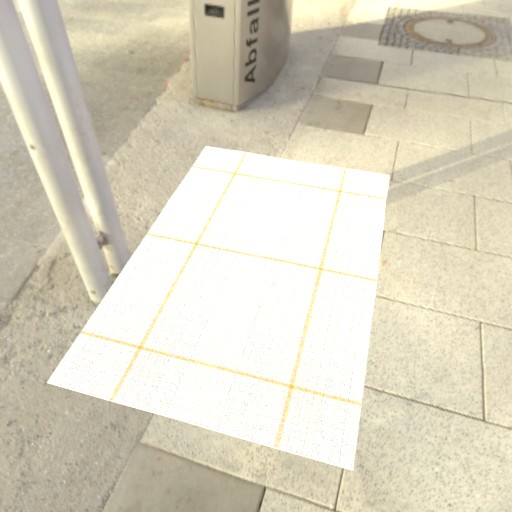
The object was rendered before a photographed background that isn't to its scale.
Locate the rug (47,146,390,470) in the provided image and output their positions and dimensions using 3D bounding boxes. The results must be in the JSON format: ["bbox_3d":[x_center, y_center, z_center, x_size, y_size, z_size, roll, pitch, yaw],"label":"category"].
[{"bbox_3d":[0.000,0.000,2.275,1.232,0.015,1.825,11,47,11],"label":"rug"}]
